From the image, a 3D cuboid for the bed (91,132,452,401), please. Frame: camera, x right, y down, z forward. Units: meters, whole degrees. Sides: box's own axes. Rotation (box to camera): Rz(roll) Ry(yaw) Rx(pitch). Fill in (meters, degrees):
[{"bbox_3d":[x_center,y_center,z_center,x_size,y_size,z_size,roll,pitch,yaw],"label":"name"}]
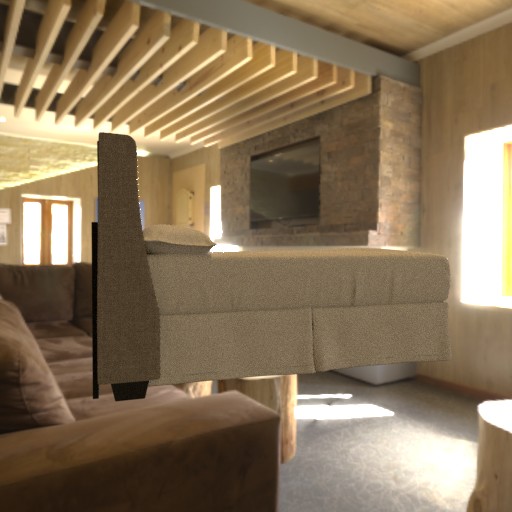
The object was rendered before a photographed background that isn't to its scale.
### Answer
[{"bbox_3d":[0.000,0.000,3.301,2.237,1.407,1.710,0,1,-18],"label":"bed"}]
